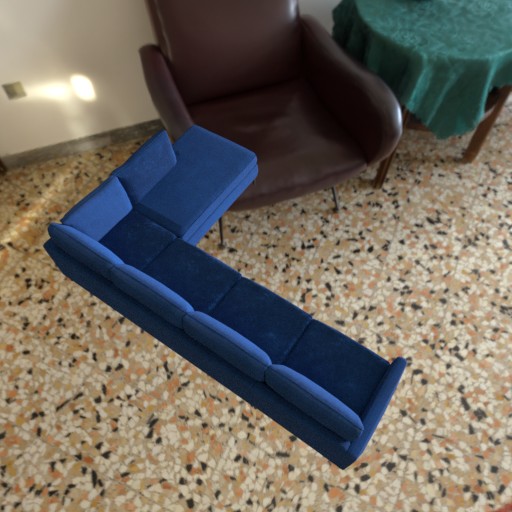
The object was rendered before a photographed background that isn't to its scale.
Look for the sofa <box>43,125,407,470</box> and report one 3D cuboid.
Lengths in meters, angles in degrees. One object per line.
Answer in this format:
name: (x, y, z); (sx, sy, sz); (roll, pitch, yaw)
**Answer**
sofa: (0.000, 0.000, 3.212); (2.486, 0.687, 1.707); (30, 62, 18)
